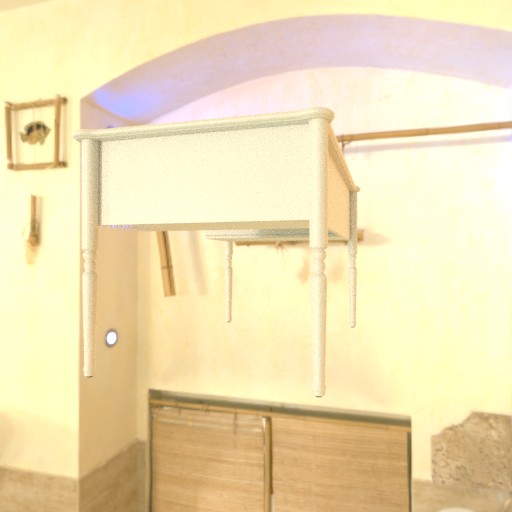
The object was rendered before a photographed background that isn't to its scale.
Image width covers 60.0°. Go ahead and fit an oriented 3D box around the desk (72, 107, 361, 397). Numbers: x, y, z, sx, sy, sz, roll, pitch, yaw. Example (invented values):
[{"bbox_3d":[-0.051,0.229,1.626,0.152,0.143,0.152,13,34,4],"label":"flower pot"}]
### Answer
[{"bbox_3d":[0.000,0.000,1.895,0.807,0.762,1.380,0,-1,16],"label":"desk"}]
